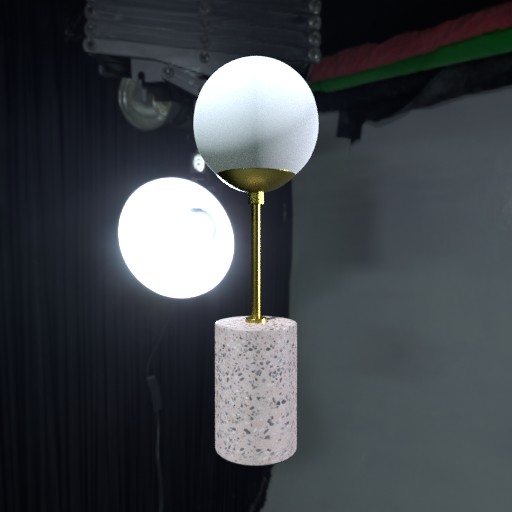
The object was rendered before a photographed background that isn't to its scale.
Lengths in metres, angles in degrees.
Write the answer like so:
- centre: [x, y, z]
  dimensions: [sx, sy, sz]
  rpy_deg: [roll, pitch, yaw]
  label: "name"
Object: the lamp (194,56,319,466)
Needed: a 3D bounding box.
- centre: [0.000, 0.000, 0.553]
  dimensions: [0.153, 0.480, 0.153]
  rpy_deg: [0, 1, 0]
  label: "lamp"
